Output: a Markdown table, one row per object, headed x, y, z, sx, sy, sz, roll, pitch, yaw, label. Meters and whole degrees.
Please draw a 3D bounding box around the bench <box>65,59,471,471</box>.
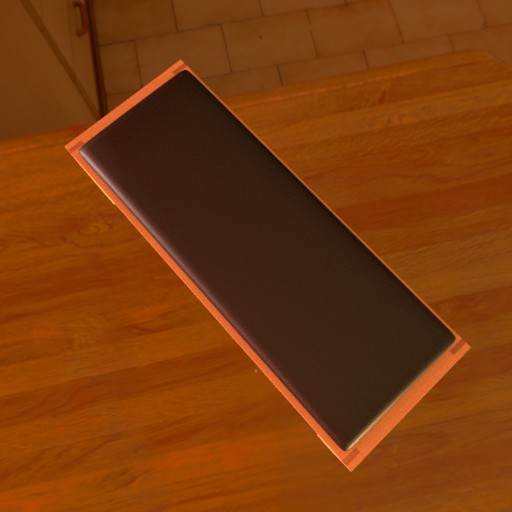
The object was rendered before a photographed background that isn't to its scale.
| x | y | z | sx | sy | sz | roll | pitch | yaw | label |
| --- | --- | --- | --- | --- | --- | --- | --- | --- | --- |
| 0.000 | 0.000 | 1.406 | 0.450 | 0.430 | 1.202 | -41 | 79 | -10 | bench |
